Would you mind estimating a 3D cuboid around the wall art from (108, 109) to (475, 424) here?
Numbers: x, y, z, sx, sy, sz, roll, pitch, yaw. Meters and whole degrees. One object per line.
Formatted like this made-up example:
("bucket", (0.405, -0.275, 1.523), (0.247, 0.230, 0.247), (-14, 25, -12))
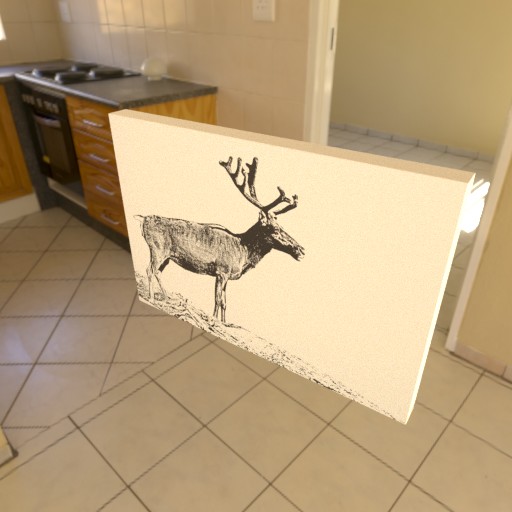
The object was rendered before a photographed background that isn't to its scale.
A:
("wall art", (0.000, 0.000, 0.770), (0.608, 0.414, 0.042), (19, 36, 28))
